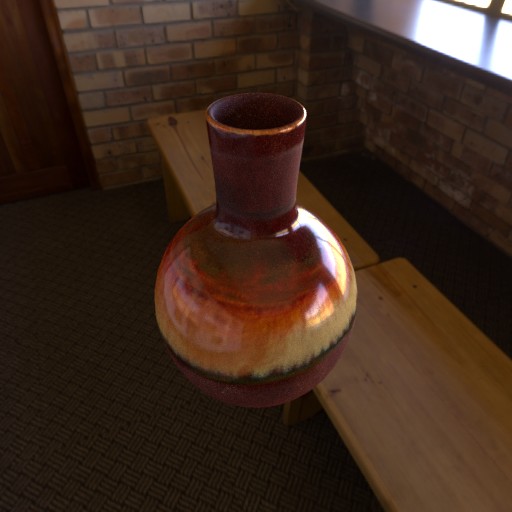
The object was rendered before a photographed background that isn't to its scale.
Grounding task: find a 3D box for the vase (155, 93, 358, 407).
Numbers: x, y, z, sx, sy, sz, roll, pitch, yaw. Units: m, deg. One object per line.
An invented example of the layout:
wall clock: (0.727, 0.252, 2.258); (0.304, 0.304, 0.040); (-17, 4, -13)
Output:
vase: (0.000, 0.000, 0.229); (0.111, 0.154, 0.111); (0, 40, 0)
